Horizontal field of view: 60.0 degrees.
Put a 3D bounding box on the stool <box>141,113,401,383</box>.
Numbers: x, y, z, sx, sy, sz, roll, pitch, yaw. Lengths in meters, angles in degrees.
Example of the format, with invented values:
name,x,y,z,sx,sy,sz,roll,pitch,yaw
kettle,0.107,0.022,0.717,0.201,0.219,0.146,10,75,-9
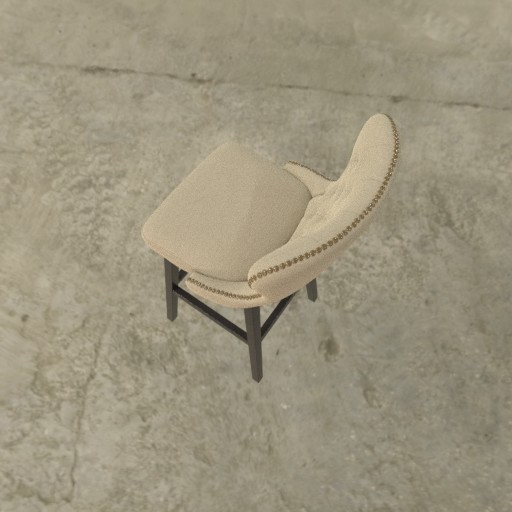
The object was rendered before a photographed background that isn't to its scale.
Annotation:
name,x,y,z,sx,sy,sz,roll,pitch,yaw
stool,0.000,0.000,1.412,0.605,1.066,0.528,32,66,16
